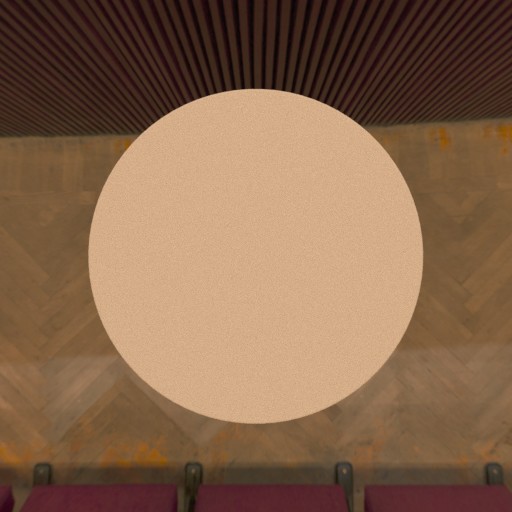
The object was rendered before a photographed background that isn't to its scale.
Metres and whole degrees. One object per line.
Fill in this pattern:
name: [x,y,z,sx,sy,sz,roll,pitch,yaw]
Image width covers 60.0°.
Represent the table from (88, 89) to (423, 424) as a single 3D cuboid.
table: [0.000,0.000,1.431,0.910,0.457,0.910,0,91,1]
